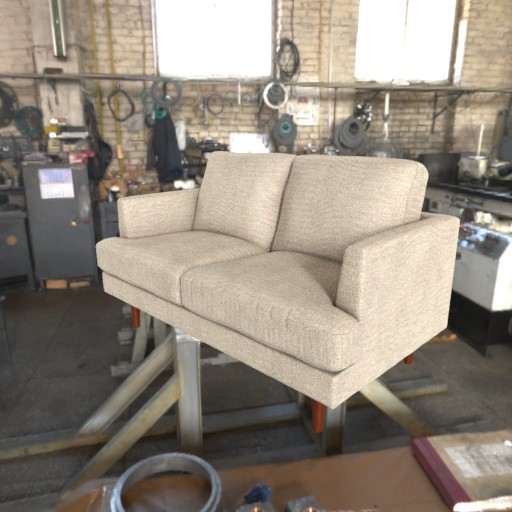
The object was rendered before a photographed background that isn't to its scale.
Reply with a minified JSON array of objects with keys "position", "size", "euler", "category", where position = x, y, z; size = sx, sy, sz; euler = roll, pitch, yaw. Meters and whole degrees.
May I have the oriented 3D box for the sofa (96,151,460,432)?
[{"position":[0.000,0.000,2.131],"size":[1.582,0.944,0.903],"euler":[15,22,43],"category":"sofa"}]
